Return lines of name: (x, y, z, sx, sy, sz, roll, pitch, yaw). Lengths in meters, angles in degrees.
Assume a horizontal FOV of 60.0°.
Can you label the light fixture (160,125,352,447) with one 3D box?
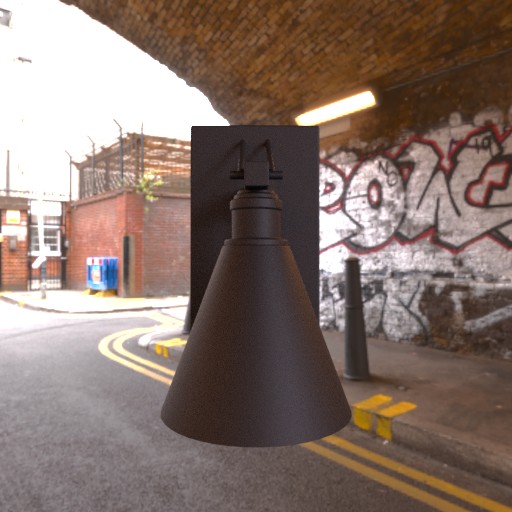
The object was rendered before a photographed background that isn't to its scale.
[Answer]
light fixture: (0.000, 0.000, 0.423, 0.170, 0.298, 0.207, 0, 0, -1)
